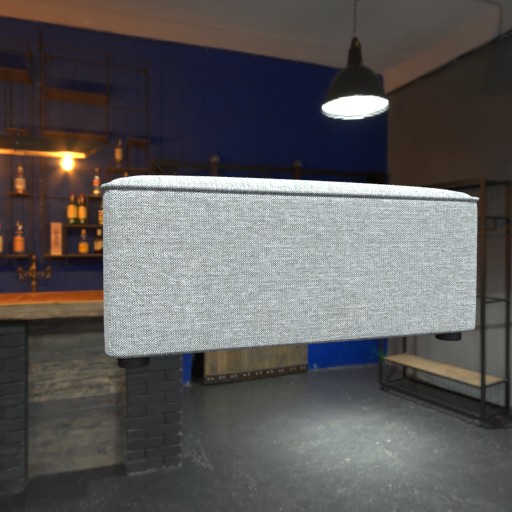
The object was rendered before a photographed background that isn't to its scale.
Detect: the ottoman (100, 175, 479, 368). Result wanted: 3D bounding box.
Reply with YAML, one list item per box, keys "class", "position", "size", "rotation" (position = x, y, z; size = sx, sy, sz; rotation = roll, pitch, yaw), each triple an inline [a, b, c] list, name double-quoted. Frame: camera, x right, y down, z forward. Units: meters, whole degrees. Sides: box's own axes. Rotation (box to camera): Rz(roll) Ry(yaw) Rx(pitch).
- class: "ottoman"
  position: [0.000, 0.000, 1.545]
  size: [1.005, 0.455, 1.005]
  rotation: [-1, 2, -18]
